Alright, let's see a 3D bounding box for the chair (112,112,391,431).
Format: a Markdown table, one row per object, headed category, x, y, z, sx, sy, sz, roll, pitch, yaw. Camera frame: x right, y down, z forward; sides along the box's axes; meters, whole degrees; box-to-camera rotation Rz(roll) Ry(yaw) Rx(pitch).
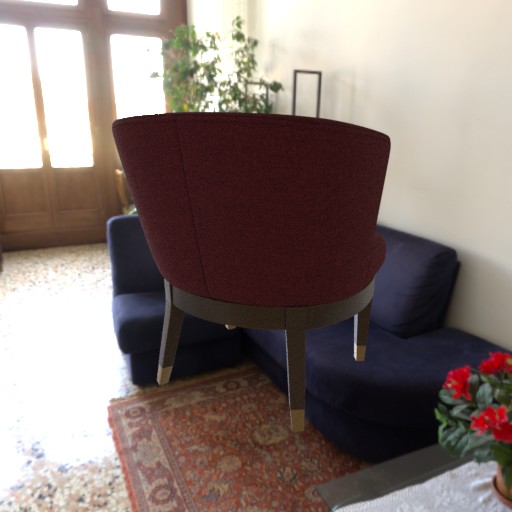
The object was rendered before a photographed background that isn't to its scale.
| category | x | y | z | sx | sy | sz | roll | pitch | yaw |
| --- | --- | --- | --- | --- | --- | --- | --- | --- | --- |
| chair | 0.000 | 0.000 | 1.269 | 0.700 | 0.760 | 0.660 | 8 | 18 | 28 |
